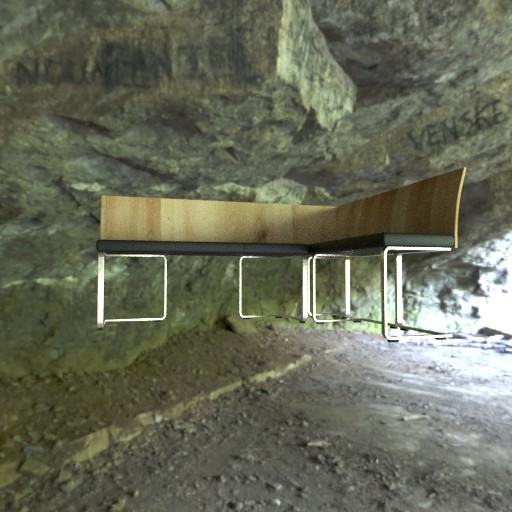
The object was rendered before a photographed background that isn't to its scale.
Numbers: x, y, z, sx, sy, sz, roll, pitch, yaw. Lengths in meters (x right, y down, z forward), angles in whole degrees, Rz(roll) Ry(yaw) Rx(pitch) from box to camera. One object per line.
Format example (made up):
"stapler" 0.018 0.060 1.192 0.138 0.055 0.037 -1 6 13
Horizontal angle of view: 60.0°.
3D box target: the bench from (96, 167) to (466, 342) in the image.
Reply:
"bench" 0.000 0.000 2.830 1.945 0.930 1.495 1 -2 -17
